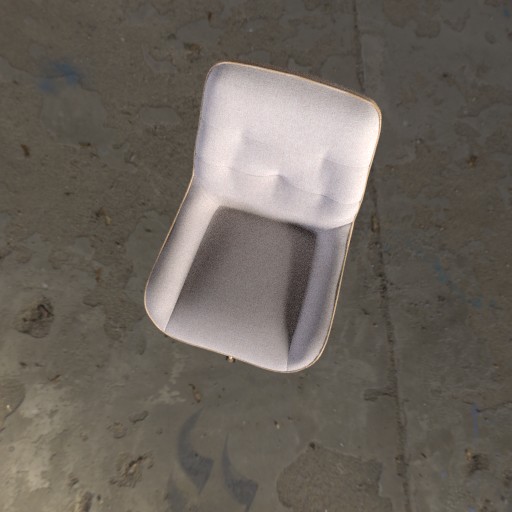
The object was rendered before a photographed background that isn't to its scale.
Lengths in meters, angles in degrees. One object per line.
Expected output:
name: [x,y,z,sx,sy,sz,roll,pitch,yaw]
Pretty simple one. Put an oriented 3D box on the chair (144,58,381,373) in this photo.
chair: [0.000,0.000,1.359,0.564,0.952,0.668,17,77,4]
